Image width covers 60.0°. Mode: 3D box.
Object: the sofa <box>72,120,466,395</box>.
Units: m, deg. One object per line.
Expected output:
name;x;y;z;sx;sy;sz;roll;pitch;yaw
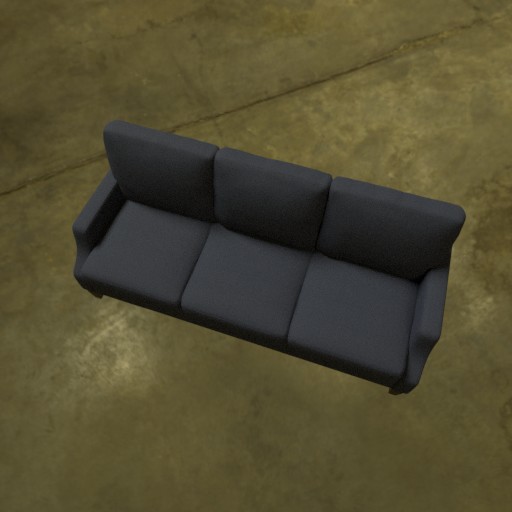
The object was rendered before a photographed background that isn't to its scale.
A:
sofa;0.000;0.000;2.617;2.115;0.984;0.888;16;60;10
